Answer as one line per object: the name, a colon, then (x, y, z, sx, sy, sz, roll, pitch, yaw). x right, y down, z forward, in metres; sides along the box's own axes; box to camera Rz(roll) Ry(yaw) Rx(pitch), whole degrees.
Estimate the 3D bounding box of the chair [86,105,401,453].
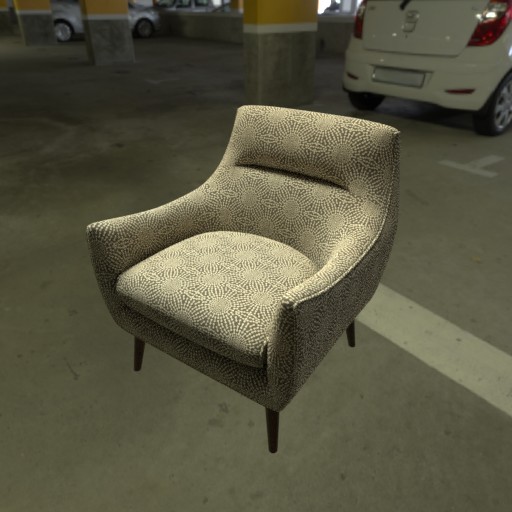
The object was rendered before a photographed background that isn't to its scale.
chair: (0.000, 0.000, 1.505, 0.762, 0.838, 0.787, 19, 35, 30)
